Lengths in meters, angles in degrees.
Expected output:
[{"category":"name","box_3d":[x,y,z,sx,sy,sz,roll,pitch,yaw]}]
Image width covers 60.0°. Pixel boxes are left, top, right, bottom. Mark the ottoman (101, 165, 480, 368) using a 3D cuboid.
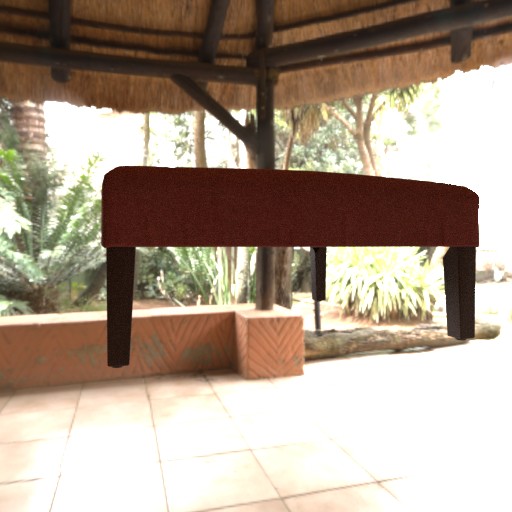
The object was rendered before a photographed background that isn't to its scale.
[{"category":"ottoman","box_3d":[0.000,0.000,1.382,0.890,0.411,0.889,0,1,-18]}]
